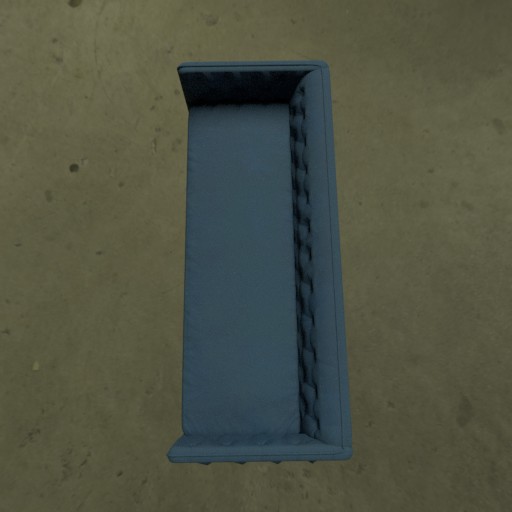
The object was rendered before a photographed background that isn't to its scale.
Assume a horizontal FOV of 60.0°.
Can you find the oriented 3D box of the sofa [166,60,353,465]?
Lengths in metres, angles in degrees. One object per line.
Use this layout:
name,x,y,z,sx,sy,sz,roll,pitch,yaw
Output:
sofa,0.000,0.000,2.687,0.895,0.771,2.209,-1,77,0
